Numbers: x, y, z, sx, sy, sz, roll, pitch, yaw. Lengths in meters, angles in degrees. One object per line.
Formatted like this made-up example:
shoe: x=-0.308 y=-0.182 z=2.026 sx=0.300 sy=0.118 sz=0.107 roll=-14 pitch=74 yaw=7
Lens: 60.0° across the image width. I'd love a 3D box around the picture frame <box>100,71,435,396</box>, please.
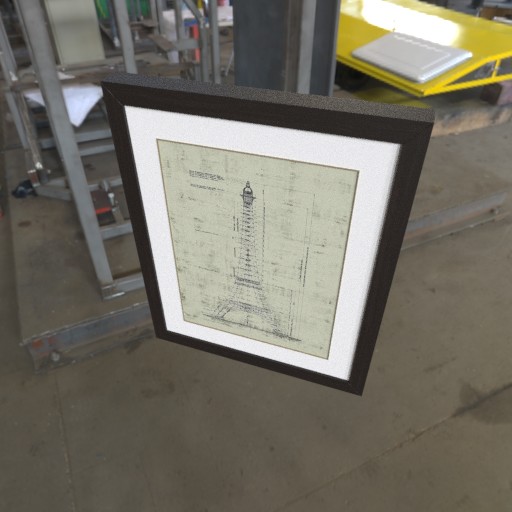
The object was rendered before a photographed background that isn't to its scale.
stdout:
picture frame: x=0.000 y=0.000 z=0.763 sx=0.452 sy=0.555 sz=0.044 roll=12 pitch=41 yaw=15
